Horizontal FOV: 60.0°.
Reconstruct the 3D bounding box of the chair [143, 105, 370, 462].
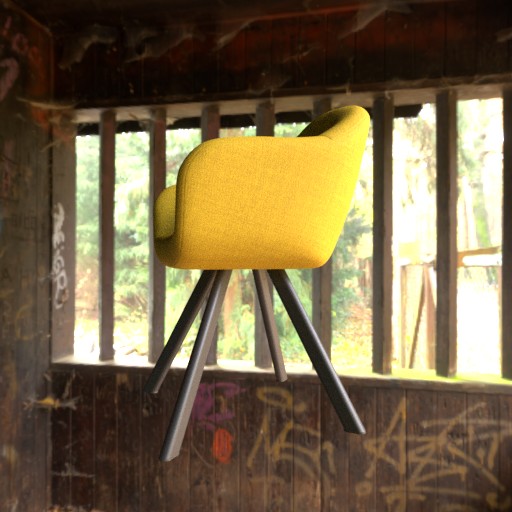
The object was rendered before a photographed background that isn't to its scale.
[{"bbox_3d":[0.000,0.000,1.170,0.550,0.795,0.590,0,0,-18],"label":"chair"}]
